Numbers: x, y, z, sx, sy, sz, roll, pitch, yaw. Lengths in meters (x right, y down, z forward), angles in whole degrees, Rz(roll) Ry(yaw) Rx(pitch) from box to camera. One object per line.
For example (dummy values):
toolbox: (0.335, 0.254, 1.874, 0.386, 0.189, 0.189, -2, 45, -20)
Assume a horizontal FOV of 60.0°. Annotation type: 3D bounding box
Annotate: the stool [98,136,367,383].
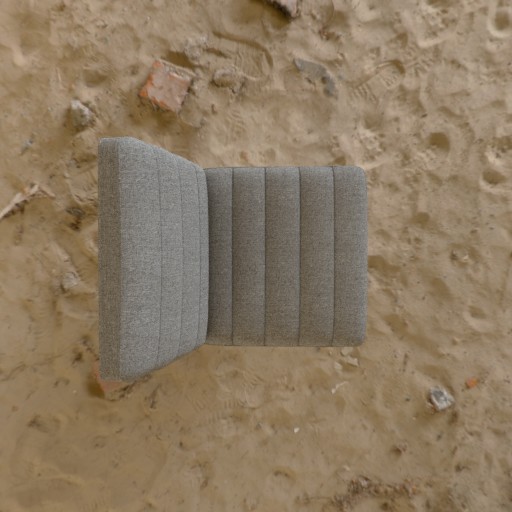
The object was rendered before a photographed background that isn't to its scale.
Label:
stool: (0.000, 0.000, 1.250, 0.560, 0.940, 0.460, 0, 91, 0)
